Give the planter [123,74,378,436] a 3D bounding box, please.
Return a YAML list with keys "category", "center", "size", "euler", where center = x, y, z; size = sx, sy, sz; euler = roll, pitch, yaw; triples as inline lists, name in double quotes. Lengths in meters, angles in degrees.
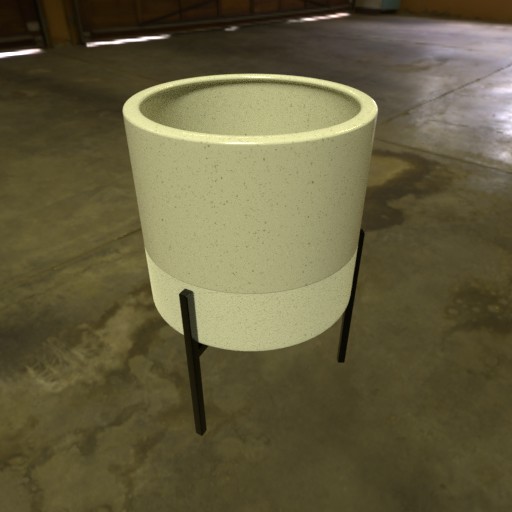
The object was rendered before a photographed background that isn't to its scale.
- category: "planter"
  center: [0.000, 0.000, 0.334]
  size: [0.159, 0.230, 0.152]
  euler: [-1, 34, -1]
